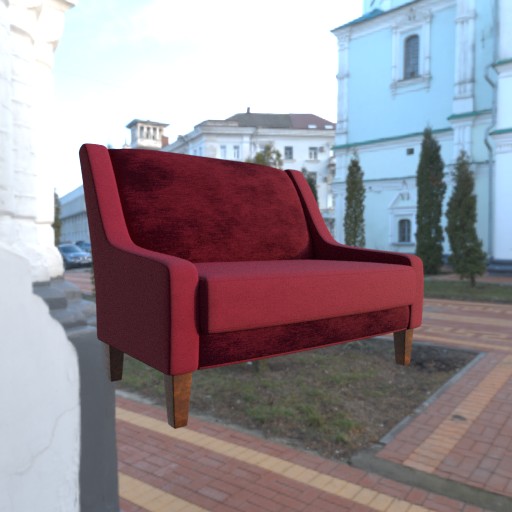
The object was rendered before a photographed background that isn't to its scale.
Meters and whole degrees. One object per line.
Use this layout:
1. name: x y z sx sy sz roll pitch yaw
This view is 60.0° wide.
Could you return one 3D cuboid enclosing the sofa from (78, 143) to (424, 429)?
1. sofa: 0.000 0.000 1.931 1.242 0.976 0.946 -1 2 -37
